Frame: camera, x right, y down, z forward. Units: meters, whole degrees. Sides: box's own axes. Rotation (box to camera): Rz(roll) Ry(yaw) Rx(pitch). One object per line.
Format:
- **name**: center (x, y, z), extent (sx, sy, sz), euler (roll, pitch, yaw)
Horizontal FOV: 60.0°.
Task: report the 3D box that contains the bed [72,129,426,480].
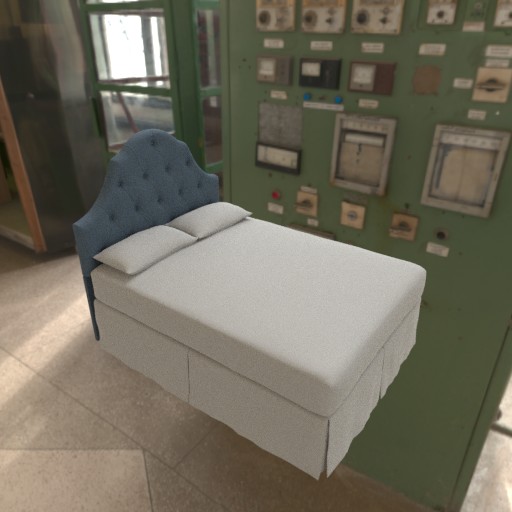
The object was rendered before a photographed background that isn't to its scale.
- **bed**: center (0.000, 0.000, 3.263), extent (2.155, 1.575, 1.636), euler (19, 33, 32)
